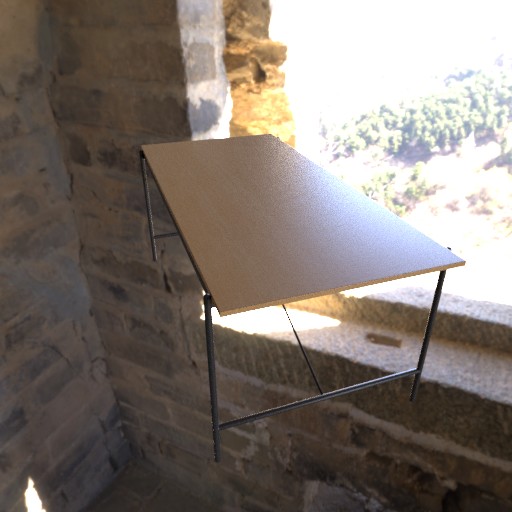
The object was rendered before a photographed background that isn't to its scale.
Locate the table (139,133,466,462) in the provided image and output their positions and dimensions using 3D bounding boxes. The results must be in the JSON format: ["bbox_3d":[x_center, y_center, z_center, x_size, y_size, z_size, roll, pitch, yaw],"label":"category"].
[{"bbox_3d":[0.000,0.000,2.280,0.900,0.758,1.800,-10,31,-17],"label":"table"}]
